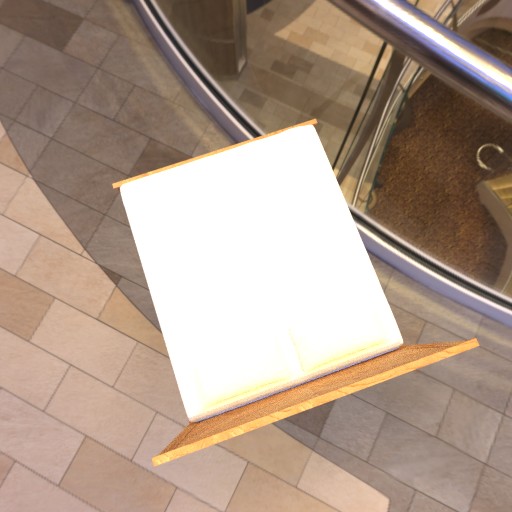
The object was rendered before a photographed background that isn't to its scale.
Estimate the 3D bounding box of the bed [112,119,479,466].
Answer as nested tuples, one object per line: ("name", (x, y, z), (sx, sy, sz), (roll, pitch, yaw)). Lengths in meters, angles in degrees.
("bed", (0.000, 0.000, 4.042), (2.225, 1.938, 2.530), (-19, 78, -4))
